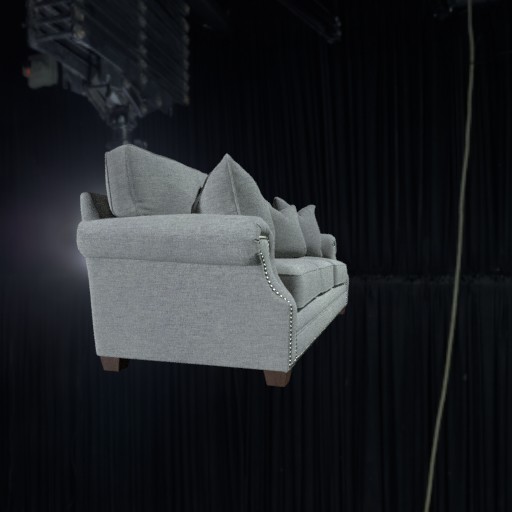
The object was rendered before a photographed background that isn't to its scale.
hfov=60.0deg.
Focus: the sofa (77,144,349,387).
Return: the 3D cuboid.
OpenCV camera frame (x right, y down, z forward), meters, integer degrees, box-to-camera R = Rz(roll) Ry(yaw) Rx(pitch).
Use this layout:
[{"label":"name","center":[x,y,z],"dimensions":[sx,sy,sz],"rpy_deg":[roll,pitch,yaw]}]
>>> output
[{"label":"sofa","center":[0.000,0.000,2.821],"dimensions":[0.965,0.975,2.312],"rpy_deg":[0,1,17]}]
